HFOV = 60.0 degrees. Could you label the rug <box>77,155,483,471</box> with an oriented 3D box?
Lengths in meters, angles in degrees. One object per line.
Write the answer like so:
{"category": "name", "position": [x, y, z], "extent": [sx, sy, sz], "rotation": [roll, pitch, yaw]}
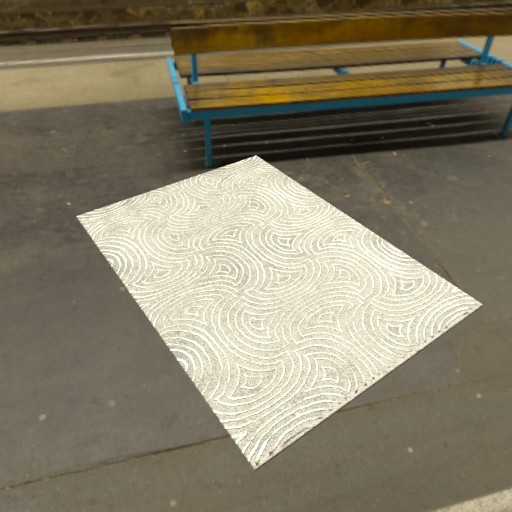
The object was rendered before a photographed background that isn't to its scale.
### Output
{"category": "rug", "position": [0.000, 0.000, 2.763], "extent": [1.543, 0.015, 2.144], "rotation": [-25, 46, -26]}
